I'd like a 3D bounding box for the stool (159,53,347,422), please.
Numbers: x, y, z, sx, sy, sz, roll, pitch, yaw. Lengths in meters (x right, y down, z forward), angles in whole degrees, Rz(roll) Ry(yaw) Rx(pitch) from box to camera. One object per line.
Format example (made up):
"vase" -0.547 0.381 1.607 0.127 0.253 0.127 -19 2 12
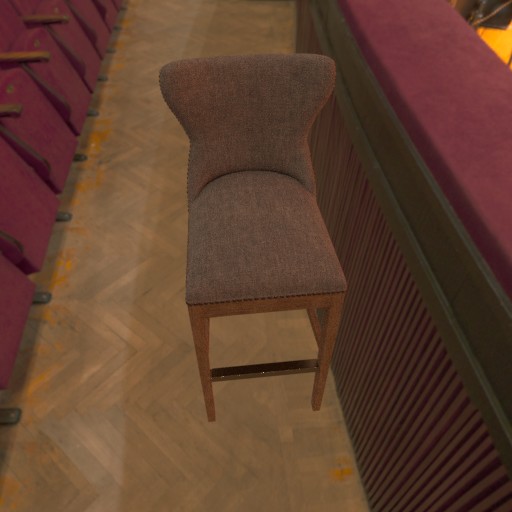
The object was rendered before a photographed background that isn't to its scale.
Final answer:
"stool" 0.000 0.000 1.473 0.494 1.123 0.606 -4 46 -4
